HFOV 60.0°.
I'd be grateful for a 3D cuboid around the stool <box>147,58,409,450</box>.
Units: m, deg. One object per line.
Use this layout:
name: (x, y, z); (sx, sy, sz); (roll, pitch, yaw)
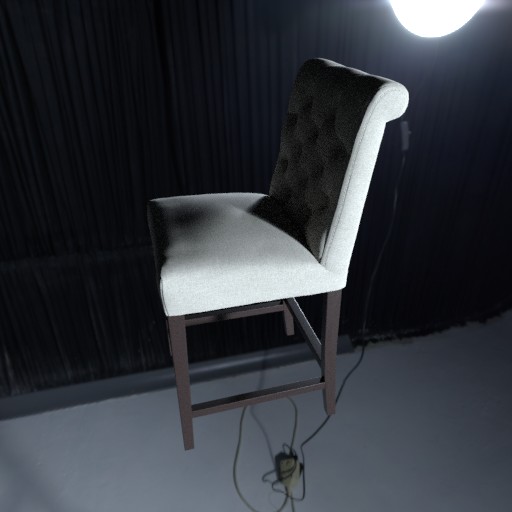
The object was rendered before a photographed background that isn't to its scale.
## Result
stool: (0.000, 0.000, 1.339); (0.601, 1.040, 0.493); (-8, 32, -13)
